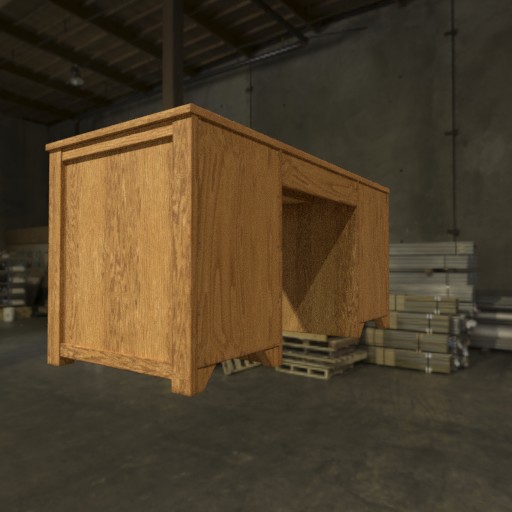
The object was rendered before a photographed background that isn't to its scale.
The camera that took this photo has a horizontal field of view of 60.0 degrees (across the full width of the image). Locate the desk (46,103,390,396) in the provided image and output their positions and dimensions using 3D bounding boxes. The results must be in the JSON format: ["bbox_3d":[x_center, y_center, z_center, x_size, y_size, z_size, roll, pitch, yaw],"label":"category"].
[{"bbox_3d":[0.000,0.000,1.963,0.685,0.751,1.567,-1,-1,35],"label":"desk"}]
